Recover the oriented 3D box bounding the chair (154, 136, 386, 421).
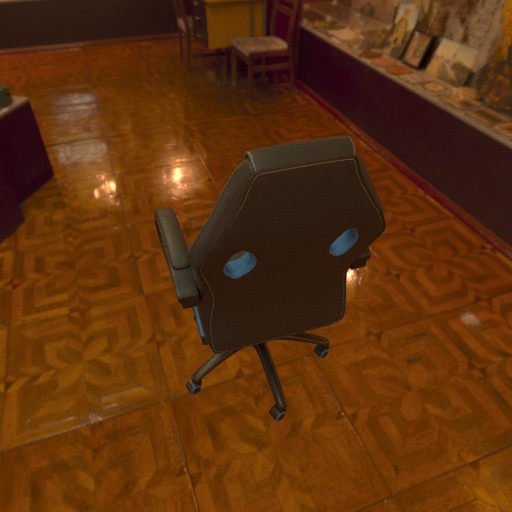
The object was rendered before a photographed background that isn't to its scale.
[{"bbox_3d":[0.000,0.000,1.625,0.673,1.187,0.724,-12,42,-14],"label":"chair"}]
